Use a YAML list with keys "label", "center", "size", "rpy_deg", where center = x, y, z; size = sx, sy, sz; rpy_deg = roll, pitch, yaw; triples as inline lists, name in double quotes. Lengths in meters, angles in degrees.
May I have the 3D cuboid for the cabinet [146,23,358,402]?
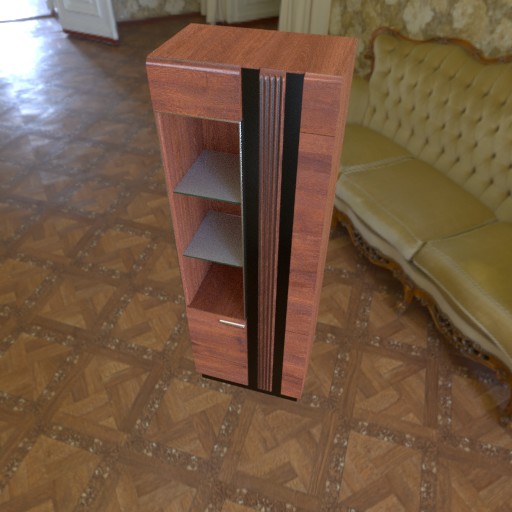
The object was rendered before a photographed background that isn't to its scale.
- label: "cabinet"
  center: [0.000, 0.000, 2.221]
  size: [0.660, 1.980, 0.420]
  rpy_deg: [11, 44, 12]
